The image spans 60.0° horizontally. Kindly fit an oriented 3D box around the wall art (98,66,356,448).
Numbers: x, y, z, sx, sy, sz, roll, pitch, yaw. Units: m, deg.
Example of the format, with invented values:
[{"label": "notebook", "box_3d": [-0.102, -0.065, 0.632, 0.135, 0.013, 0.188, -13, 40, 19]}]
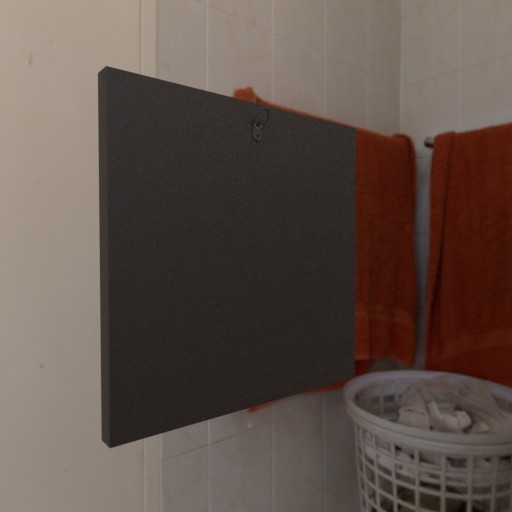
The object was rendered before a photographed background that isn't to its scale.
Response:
[{"label": "wall art", "box_3d": [0.000, 0.000, 0.515, 0.349, 0.349, 0.038, -1, 2, -38]}]
